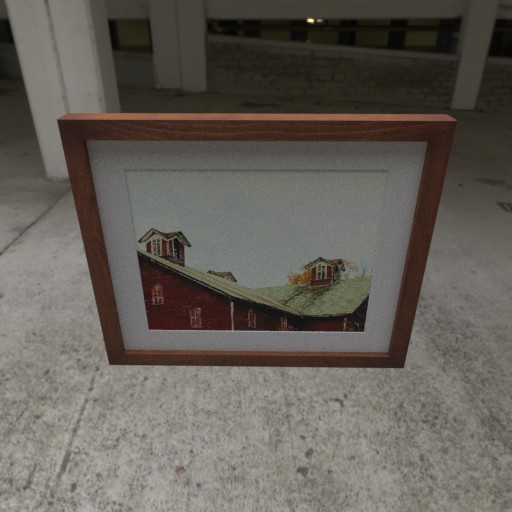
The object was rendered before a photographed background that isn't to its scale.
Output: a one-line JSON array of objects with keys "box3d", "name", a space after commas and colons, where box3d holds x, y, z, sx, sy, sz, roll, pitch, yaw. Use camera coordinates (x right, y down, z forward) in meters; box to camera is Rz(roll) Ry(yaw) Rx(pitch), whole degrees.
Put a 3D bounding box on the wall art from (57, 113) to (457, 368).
[{"box3d": [0.000, 0.000, 0.536, 0.401, 0.328, 0.030, 0, 29, 1], "name": "wall art"}]
